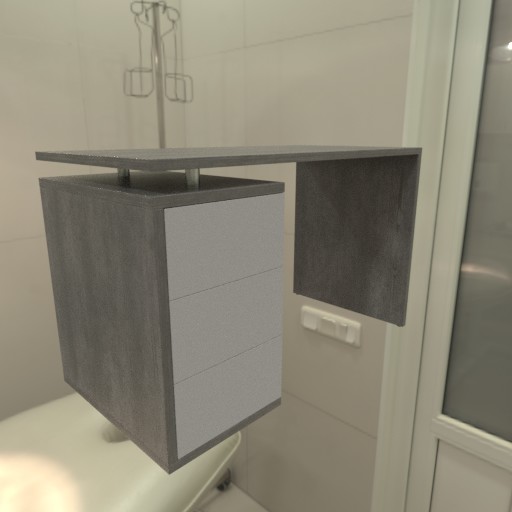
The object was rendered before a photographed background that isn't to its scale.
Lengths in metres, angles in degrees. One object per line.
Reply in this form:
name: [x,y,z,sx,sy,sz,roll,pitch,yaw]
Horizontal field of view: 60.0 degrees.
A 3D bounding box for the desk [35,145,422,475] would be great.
desk: [0.000,0.000,1.580,0.600,0.740,1.200,15,21,43]
